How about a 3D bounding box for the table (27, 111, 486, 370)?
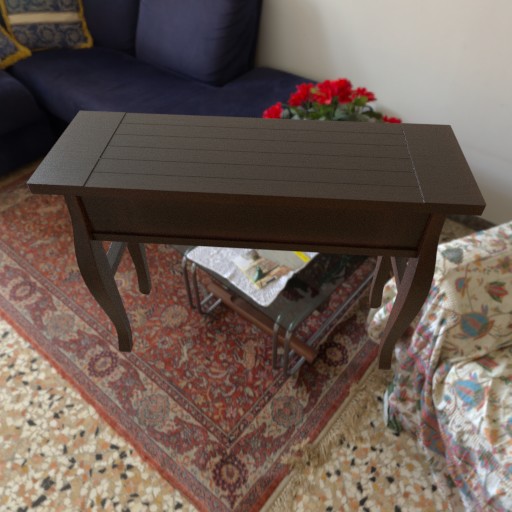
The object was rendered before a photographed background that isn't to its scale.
[{"bbox_3d":[0.000,0.000,1.418,1.062,0.768,0.373,3,46,3],"label":"table"}]
